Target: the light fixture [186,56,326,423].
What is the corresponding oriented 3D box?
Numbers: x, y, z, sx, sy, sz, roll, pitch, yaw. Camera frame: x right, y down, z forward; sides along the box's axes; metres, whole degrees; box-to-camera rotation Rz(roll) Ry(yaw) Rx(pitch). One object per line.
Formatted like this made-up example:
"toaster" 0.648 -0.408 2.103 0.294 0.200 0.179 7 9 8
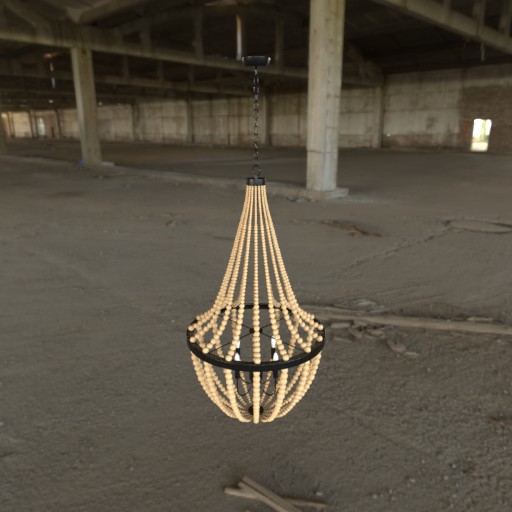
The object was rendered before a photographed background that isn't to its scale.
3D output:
"light fixture" 0.000 0.000 1.377 0.450 1.133 0.450 0 16 0
